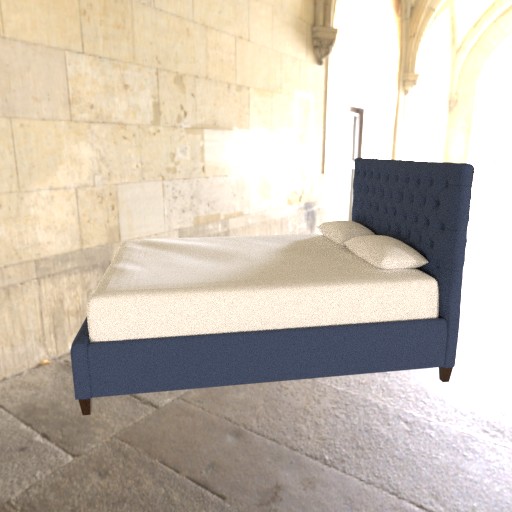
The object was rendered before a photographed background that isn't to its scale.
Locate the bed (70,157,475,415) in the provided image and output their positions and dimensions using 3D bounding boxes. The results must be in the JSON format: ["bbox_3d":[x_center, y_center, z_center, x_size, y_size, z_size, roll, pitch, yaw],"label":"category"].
[{"bbox_3d":[0.000,0.000,3.380,2.387,1.427,1.706,-2,14,-9],"label":"bed"}]
